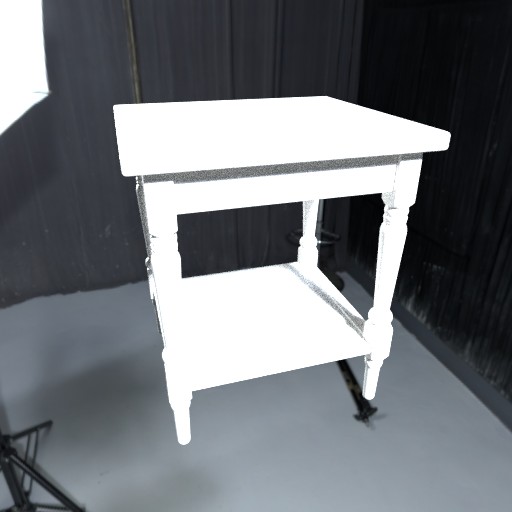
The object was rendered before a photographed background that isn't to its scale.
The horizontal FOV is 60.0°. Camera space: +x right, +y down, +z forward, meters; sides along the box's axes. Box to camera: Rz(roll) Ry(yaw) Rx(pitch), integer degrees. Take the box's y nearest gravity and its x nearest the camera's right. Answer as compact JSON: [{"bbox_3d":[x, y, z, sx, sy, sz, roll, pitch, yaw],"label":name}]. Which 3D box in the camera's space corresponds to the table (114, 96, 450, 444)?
[{"bbox_3d":[0.000,0.000,0.927,0.488,0.565,0.442,-8,28,-15],"label":"table"}]
